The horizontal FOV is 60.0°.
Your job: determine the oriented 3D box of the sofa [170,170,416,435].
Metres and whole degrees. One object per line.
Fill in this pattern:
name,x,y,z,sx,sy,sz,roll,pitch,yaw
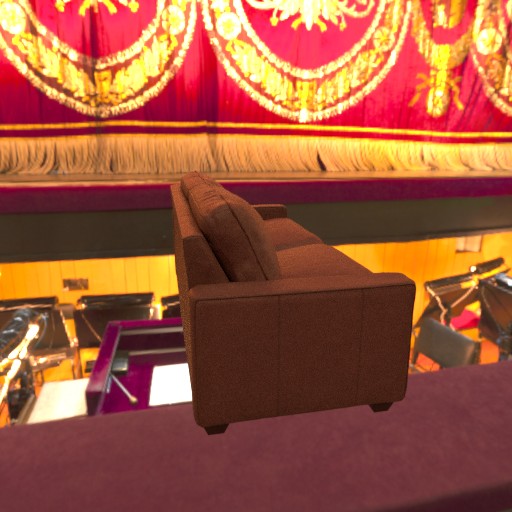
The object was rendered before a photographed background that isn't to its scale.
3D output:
sofa,0.000,0.000,2.671,0.940,0.919,2.080,-3,16,-12
